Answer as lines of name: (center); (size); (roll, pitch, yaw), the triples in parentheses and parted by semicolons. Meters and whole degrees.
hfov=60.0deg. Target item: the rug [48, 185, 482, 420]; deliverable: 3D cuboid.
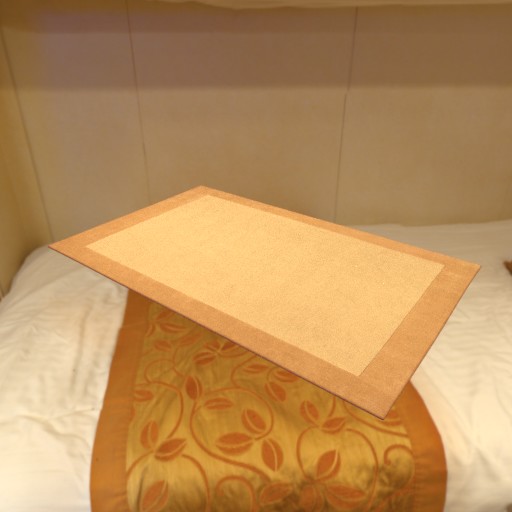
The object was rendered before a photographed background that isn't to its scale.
rug: (0.000, 0.000, 2.926); (2.438, 0.014, 1.524); (20, 35, 32)
